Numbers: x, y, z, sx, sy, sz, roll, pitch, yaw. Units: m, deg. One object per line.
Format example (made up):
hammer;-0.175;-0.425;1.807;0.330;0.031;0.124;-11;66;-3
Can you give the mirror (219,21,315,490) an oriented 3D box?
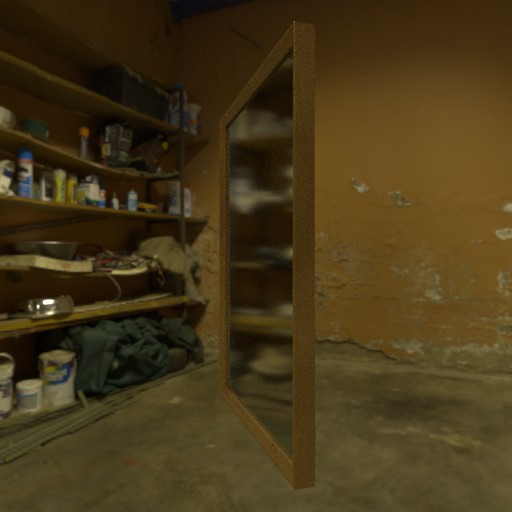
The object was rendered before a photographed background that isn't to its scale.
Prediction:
mirror;0.000;0.000;0.919;0.039;0.710;0.507;0;-1;-18
